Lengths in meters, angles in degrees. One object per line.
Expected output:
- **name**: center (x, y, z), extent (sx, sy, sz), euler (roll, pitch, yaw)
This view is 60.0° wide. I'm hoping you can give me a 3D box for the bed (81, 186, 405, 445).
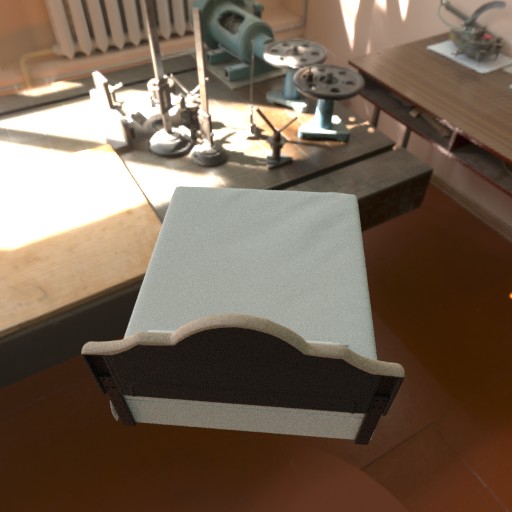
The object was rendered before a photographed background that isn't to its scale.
- **bed**: center (0.000, 0.000, 2.991), extent (1.667, 1.194, 1.970), euler (3, 46, 3)
